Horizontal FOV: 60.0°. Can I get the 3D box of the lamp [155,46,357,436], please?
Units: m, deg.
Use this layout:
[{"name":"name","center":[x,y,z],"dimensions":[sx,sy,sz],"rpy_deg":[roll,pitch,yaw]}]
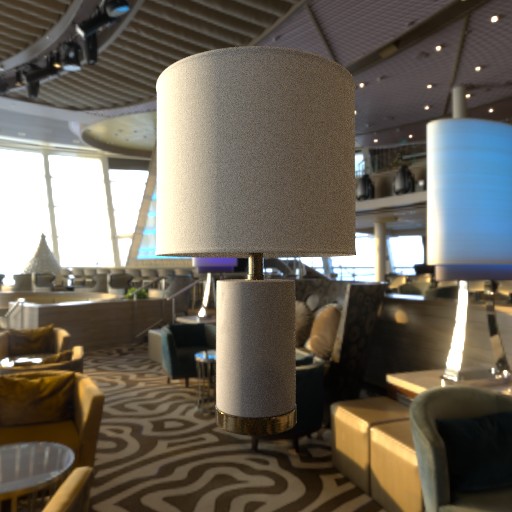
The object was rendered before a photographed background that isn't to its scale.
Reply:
[{"name":"lamp","center":[0.000,0.000,0.516],"dimensions":[0.229,0.380,0.229],"rpy_deg":[0,-2,0]}]
